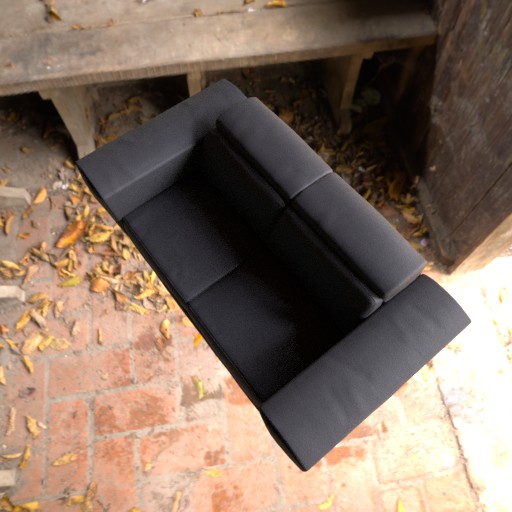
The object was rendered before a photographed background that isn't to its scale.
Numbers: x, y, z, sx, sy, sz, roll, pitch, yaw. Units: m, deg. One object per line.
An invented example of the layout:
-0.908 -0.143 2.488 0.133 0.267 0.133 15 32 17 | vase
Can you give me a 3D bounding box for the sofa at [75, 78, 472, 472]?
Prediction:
0.000 0.000 2.356 1.003 0.779 1.895 -35 70 -15 | sofa
